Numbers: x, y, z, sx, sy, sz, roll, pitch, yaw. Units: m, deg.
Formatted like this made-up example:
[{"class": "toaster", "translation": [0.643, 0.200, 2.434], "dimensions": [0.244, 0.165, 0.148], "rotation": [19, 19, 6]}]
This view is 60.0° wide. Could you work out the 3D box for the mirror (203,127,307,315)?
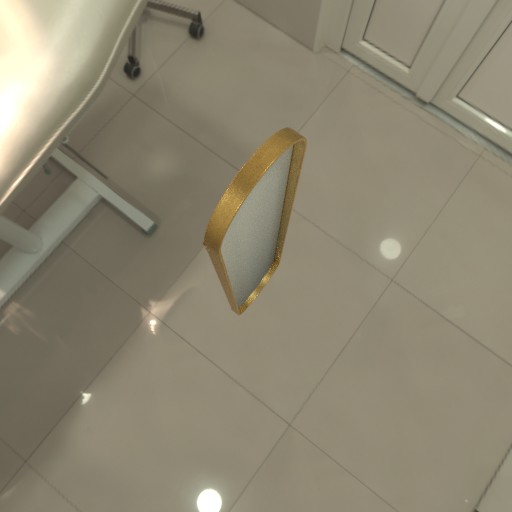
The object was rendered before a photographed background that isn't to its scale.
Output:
[{"class": "mirror", "translation": [0.000, 0.000, 1.061], "dimensions": [0.032, 0.991, 0.222], "rotation": [37, 79, 8]}]
